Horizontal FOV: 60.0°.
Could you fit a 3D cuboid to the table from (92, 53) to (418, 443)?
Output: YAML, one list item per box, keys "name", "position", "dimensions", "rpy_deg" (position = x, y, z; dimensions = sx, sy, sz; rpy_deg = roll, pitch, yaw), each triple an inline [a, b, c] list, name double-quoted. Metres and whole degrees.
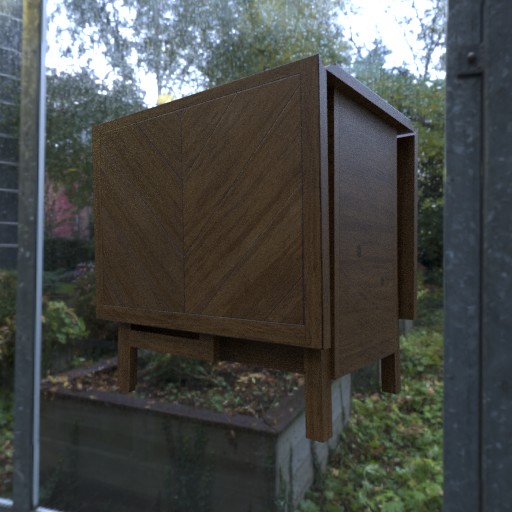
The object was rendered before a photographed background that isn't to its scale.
- name: "table"
  position: [0.000, 0.000, 1.287]
  dimensions: [0.746, 0.763, 0.591]
  rpy_deg: [-1, -1, 37]
